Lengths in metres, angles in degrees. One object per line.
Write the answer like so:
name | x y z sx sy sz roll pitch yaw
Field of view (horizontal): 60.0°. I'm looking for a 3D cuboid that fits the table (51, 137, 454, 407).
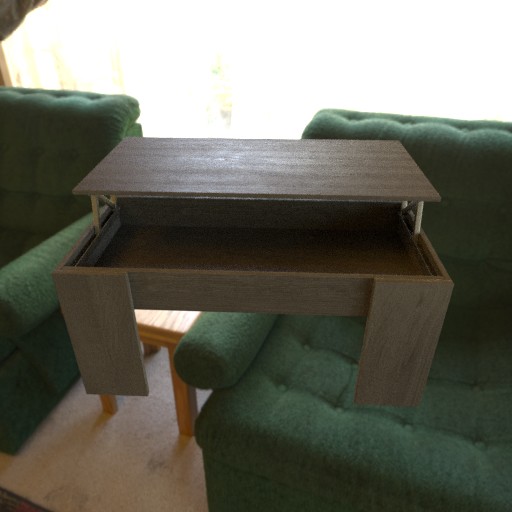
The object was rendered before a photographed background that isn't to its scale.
table | 0.000 0.000 1.467 1.000 0.570 0.711 1 32 2
